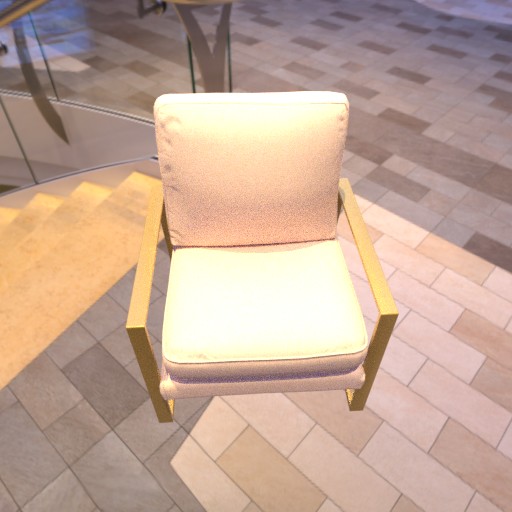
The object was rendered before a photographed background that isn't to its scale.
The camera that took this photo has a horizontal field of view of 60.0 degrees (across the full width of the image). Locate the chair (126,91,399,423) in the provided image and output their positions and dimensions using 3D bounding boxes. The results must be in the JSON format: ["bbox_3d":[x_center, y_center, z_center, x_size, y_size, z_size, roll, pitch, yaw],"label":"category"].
[{"bbox_3d":[0.000,0.000,1.551,0.758,0.956,0.813,-2,46,-2],"label":"chair"}]
